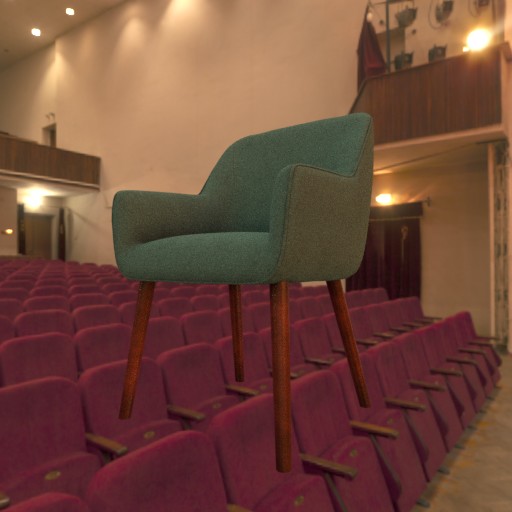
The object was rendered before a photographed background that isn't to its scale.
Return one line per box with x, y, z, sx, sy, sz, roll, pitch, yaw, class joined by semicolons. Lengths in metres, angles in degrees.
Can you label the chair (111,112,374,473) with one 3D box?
0.000;0.000;1.155;0.543;0.803;0.519;-1;-1;36;chair
